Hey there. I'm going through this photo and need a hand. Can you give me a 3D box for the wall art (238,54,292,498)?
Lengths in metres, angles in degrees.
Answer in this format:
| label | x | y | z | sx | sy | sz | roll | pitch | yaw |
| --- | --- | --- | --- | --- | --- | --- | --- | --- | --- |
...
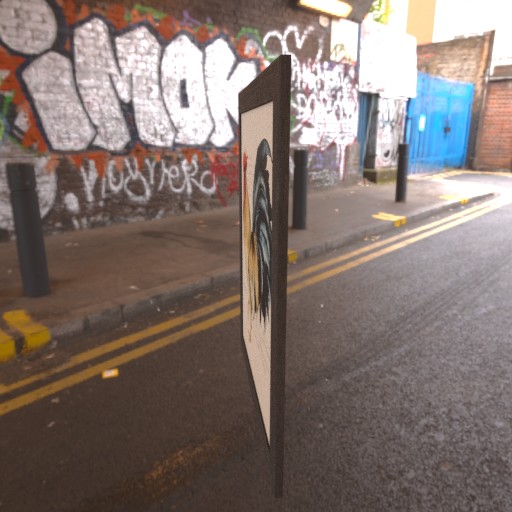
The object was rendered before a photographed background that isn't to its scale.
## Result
| label | x | y | z | sx | sy | sz | roll | pitch | yaw |
| --- | --- | --- | --- | --- | --- | --- | --- | --- | --- |
| wall art | 0.000 | 0.000 | 0.769 | 0.013 | 0.570 | 0.476 | -2 | 16 | -7 |
